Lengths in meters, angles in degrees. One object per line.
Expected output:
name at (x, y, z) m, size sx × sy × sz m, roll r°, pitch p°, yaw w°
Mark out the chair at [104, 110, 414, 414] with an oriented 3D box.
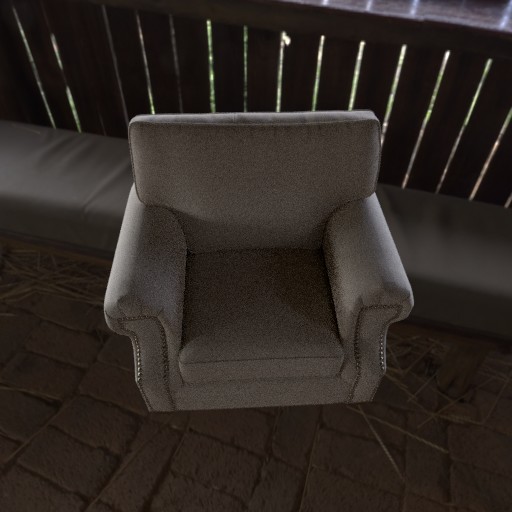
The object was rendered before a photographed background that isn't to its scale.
chair at (0.000, 0.000, 1.843) m, size 1.092 × 0.961 × 0.965 m, roll -2°, pitch 46°, yaw -2°
